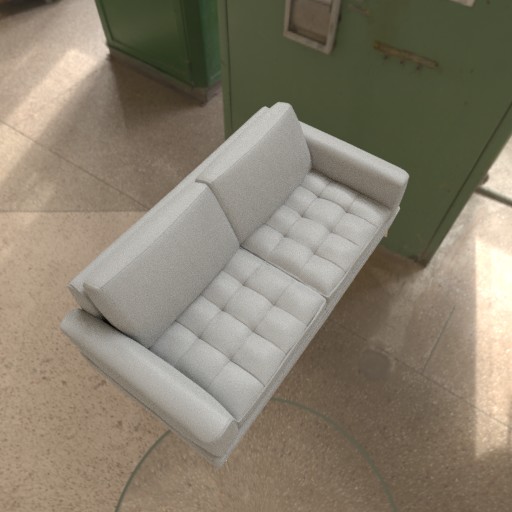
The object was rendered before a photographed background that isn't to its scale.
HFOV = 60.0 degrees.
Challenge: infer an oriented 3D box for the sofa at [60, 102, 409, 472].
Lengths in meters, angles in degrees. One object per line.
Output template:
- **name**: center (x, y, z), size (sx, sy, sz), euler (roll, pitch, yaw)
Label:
- **sofa**: center (0.000, 0.000, 2.785), size (1.121, 0.930, 2.177), euler (31, 62, 19)
